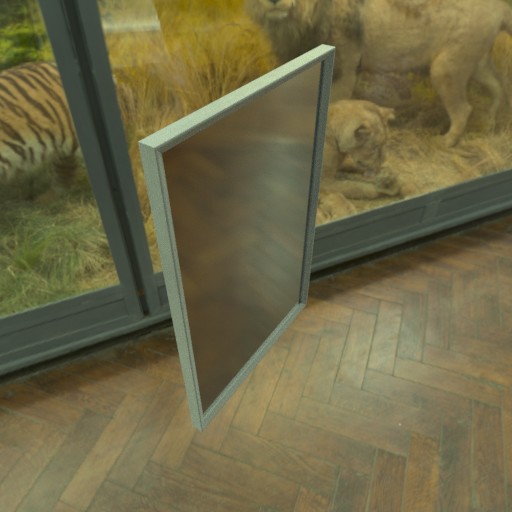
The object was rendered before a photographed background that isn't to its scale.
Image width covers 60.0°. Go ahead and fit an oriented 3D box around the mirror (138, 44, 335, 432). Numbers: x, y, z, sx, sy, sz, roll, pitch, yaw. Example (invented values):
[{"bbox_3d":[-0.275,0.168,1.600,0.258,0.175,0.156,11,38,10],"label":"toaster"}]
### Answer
[{"bbox_3d":[0.000,0.000,1.186,0.041,0.915,0.609,25,47,25],"label":"mirror"}]
